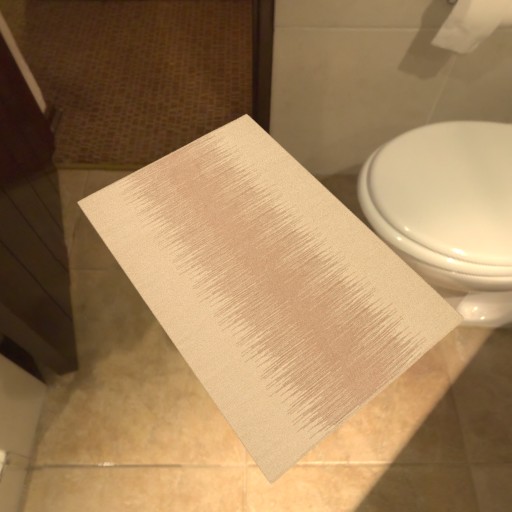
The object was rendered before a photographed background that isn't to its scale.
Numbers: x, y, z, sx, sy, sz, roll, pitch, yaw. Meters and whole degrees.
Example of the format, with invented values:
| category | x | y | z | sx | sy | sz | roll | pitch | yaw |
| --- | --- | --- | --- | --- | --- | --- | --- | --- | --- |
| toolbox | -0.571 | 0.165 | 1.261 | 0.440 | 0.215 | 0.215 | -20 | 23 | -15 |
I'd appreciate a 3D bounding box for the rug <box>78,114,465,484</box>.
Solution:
| category | x | y | z | sx | sy | sz | roll | pitch | yaw |
| --- | --- | --- | --- | --- | --- | --- | --- | --- | --- |
| rug | 0.000 | 0.000 | 2.406 | 1.234 | 0.006 | 1.850 | -33 | 65 | -18 |
